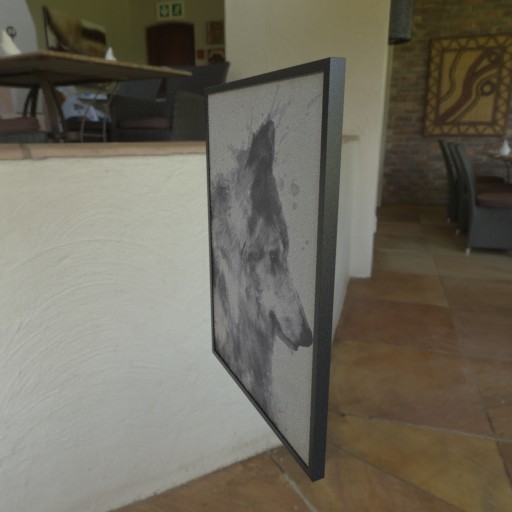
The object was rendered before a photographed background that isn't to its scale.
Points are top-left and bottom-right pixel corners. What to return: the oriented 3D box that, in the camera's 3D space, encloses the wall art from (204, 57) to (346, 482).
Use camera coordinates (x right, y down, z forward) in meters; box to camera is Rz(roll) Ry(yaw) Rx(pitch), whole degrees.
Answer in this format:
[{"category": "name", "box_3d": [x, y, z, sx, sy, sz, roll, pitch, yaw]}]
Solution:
[{"category": "wall art", "box_3d": [0.000, 0.000, 1.411, 0.039, 1.061, 0.804, -7, 18, -24]}]
